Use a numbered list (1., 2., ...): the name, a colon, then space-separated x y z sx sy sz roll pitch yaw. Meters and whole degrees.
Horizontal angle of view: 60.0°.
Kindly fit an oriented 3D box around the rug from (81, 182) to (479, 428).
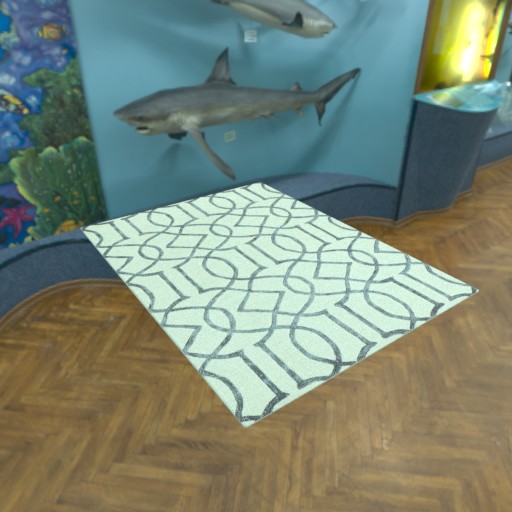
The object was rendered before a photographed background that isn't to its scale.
1. rug: 0.000 0.000 3.923 2.211 0.021 2.910 -20 35 -30
